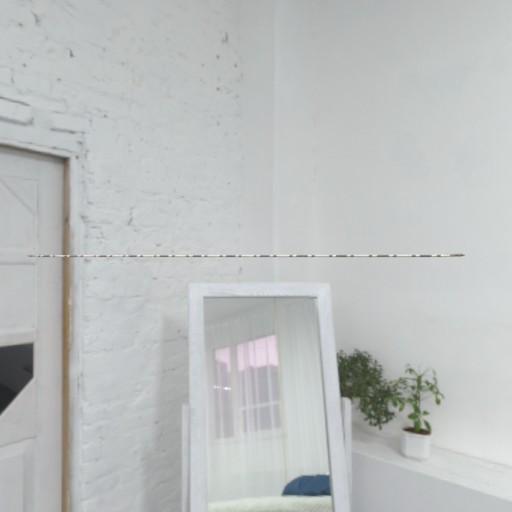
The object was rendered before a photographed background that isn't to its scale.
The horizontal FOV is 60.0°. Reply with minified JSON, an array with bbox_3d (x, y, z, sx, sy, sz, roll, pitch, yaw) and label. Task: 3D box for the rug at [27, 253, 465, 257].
[{"bbox_3d":[0.000,0.000,3.016,2.425,0.014,1.563,0,0,19],"label":"rug"}]
